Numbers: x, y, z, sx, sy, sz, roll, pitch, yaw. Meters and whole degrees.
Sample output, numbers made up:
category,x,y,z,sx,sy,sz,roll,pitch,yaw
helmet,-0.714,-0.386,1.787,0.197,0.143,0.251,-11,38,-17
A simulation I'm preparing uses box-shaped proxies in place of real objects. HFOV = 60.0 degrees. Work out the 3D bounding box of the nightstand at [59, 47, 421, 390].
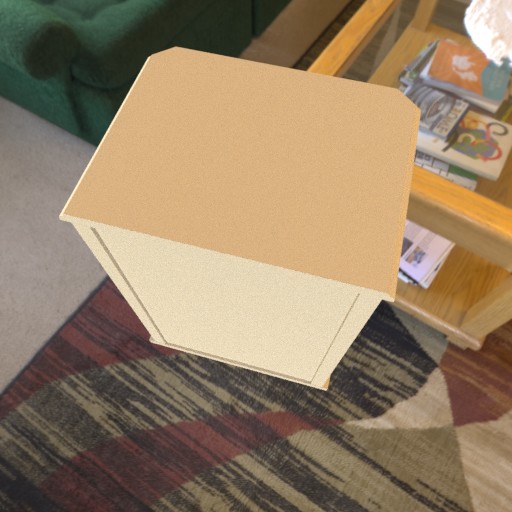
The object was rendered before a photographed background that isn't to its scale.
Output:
category,x,y,z,sx,sy,sz,roll,pitch,yaw
nightstand,0.000,0.000,0.915,0.435,0.681,0.351,14,64,7
